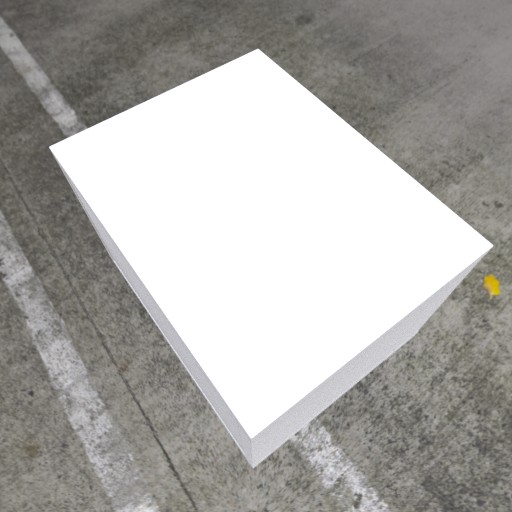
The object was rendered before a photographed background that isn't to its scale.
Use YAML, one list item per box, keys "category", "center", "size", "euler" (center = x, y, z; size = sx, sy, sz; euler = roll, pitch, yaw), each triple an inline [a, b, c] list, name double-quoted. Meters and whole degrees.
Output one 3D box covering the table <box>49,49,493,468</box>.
- category: "table"
  center: [0.000, 0.000, 0.782]
  size: [0.399, 0.357, 0.517]
  euler: [-33, 65, -18]
